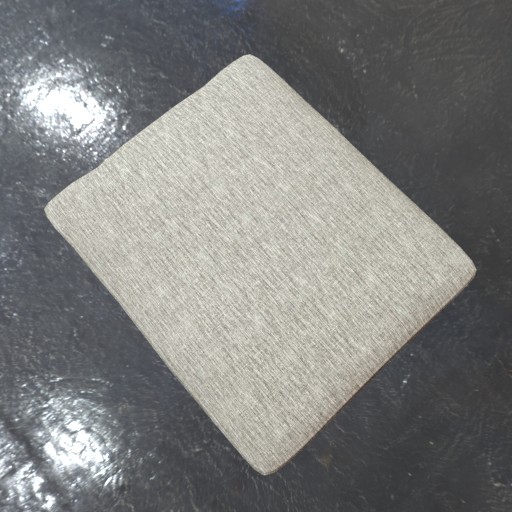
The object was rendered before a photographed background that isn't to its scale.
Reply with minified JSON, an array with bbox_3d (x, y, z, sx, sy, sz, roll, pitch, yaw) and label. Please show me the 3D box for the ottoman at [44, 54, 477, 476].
[{"bbox_3d":[0.000,0.000,1.450,0.839,0.492,0.994,-41,79,-10],"label":"ottoman"}]
